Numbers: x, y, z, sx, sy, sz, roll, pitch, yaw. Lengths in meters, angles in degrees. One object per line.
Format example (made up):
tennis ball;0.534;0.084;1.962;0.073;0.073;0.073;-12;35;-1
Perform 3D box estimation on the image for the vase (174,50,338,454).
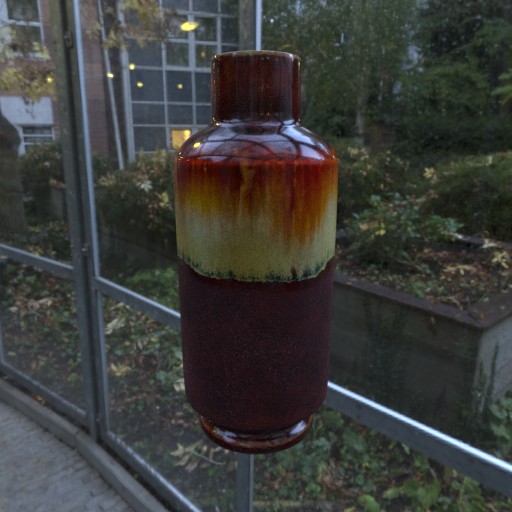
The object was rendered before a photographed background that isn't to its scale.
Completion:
vase;0.000;0.000;0.317;0.111;0.261;0.111;0;15;0
